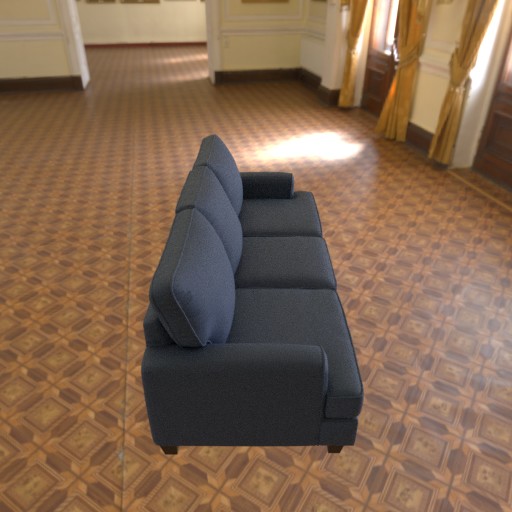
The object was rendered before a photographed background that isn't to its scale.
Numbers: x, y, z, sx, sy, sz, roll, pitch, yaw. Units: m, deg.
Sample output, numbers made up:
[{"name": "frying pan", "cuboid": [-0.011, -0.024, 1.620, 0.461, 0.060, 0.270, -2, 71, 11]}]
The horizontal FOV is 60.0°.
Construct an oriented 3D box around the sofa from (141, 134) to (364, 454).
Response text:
[{"name": "sofa", "cuboid": [0.000, 0.000, 2.728, 0.951, 0.965, 2.158, 0, 31, 0]}]
